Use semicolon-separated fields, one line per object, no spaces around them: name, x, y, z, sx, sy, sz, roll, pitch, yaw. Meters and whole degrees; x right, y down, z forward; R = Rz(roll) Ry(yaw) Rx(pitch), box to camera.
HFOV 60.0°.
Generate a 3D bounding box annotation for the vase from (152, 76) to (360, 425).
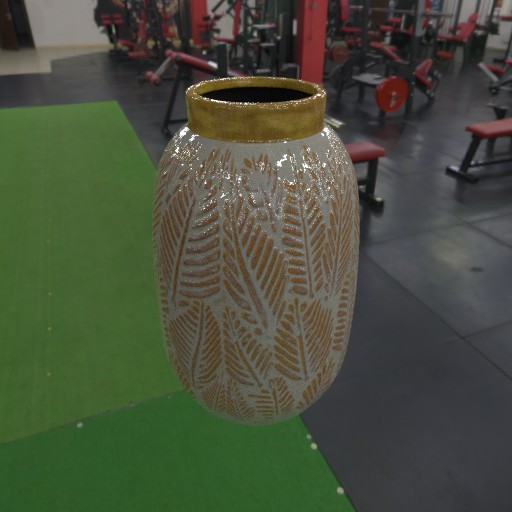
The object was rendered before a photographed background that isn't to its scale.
vase;0.000;0.000;0.375;0.172;0.270;0.172;0;32;0
